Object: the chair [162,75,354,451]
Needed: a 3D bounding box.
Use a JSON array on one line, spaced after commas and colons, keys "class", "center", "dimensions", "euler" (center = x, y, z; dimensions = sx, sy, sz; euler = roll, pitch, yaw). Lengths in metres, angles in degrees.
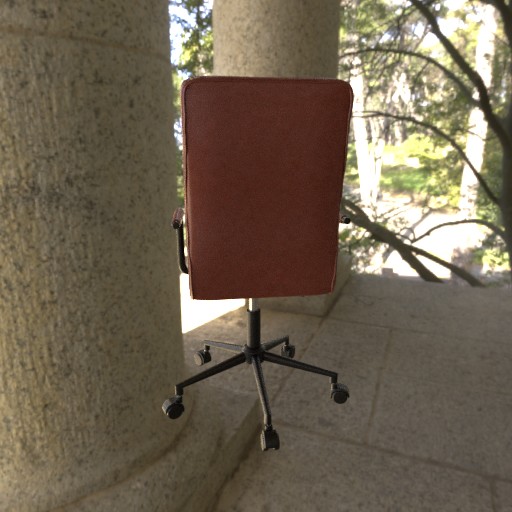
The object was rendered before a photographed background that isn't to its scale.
[{"class": "chair", "center": [0.000, 0.000, 1.362], "dimensions": [0.608, 0.979, 0.580], "euler": [-2, 15, -8]}]
